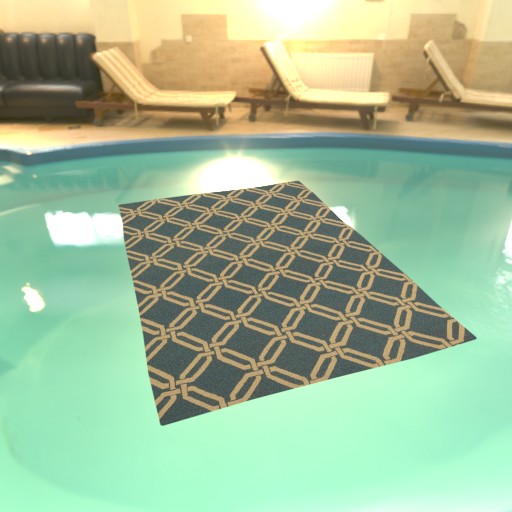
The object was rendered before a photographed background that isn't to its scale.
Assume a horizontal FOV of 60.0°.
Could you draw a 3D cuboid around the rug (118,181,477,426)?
[{"bbox_3d":[0.000,0.000,2.761,1.524,0.013,2.135,-10,33,-16],"label":"rug"}]
